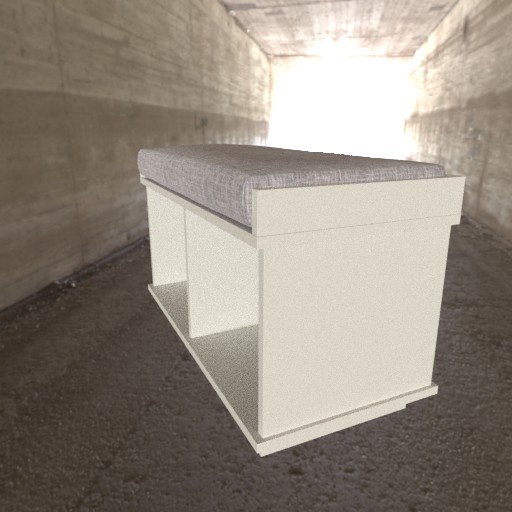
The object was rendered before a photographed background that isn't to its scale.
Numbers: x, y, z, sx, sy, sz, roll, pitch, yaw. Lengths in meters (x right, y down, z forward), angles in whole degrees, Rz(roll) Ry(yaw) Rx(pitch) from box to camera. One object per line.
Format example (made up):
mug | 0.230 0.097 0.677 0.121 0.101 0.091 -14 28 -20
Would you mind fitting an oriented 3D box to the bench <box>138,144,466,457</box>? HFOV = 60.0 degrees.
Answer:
bench | 0.000 0.000 0.976 0.362 0.461 0.734 -8 18 -24
